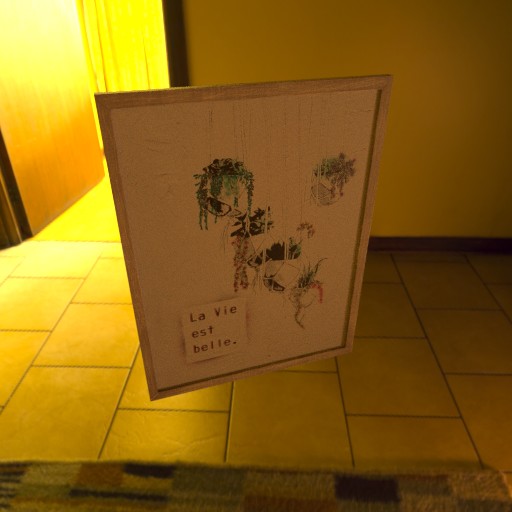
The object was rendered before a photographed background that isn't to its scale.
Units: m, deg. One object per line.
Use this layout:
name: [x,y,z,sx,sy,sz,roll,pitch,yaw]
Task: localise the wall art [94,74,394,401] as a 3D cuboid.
wall art: [0.000,0.000,1.385,0.781,1.022,0.035,-10,33,-15]
